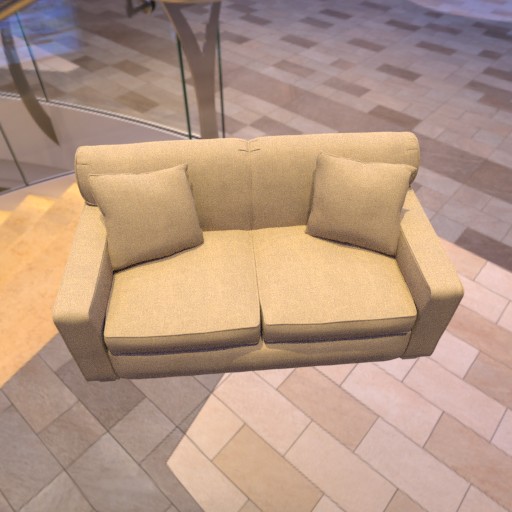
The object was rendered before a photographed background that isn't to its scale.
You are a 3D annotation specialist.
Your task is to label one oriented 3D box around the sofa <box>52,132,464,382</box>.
[{"bbox_3d":[0.000,0.000,2.376,1.846,0.958,0.998,-3,46,-3],"label":"sofa"}]
